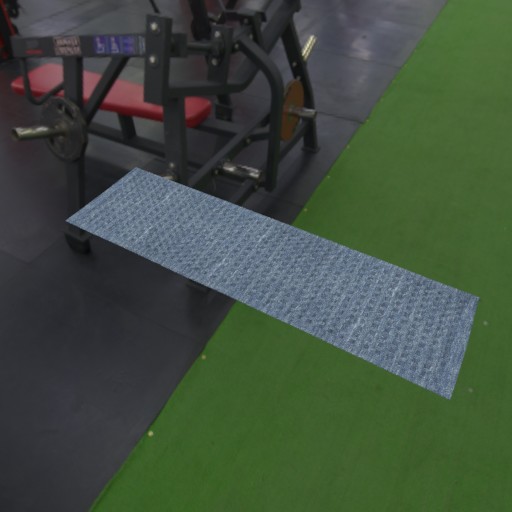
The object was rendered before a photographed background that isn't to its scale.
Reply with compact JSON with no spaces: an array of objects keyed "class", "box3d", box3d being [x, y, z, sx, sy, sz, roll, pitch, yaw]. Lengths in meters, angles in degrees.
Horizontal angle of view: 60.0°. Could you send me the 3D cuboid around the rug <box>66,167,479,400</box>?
[{"class":"rug","box3d":[0.000,0.000,2.642,2.443,0.008,0.688,23,50,20]}]
